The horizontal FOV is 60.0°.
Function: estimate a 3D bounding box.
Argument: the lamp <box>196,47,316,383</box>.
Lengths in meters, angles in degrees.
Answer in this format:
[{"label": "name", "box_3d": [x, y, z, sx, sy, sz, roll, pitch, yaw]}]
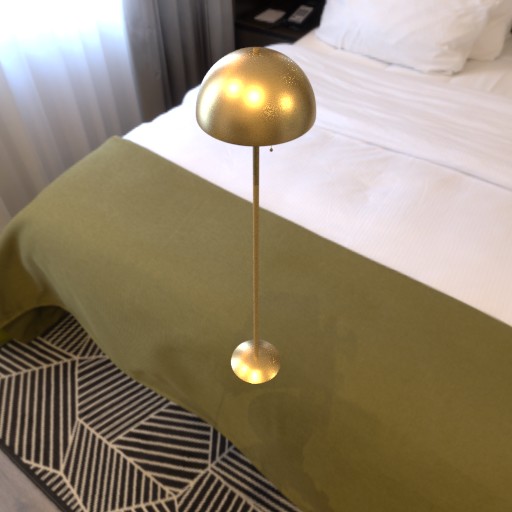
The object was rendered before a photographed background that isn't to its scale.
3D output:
[{"label": "lamp", "box_3d": [0.000, 0.000, 1.624, 0.328, 1.480, 0.328, 3, 47, 3]}]
